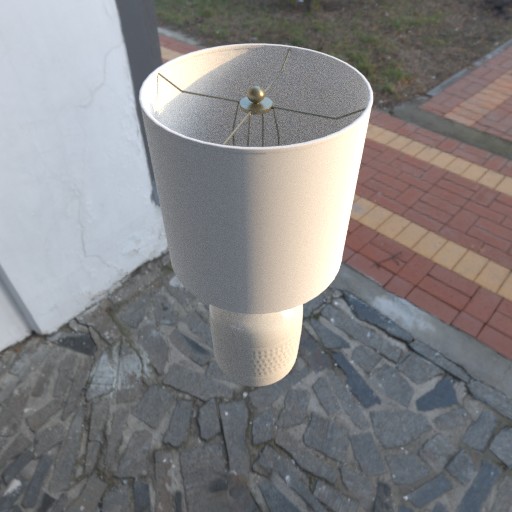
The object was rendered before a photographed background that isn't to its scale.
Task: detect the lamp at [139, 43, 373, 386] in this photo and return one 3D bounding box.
[{"bbox_3d":[0.000,0.000,0.500,0.188,0.392,0.188,-23,50,-21],"label":"lamp"}]
